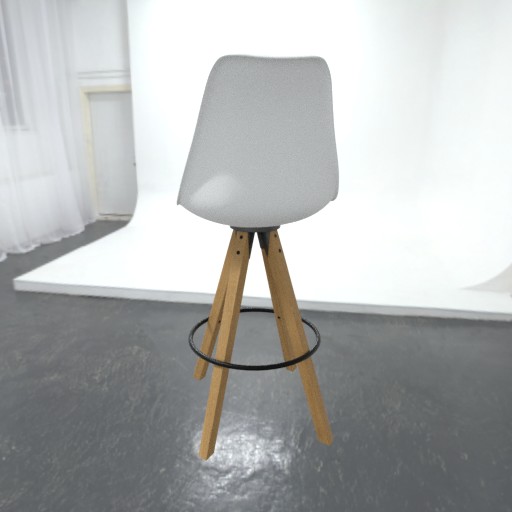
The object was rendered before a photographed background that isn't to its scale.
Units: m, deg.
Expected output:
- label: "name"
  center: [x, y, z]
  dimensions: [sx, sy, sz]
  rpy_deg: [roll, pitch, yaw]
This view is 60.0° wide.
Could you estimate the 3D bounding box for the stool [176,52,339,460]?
- label: "stool"
  center: [0.000, 0.000, 1.411]
  dimensions: [0.482, 1.115, 0.549]
  rpy_deg: [-3, 16, -9]
